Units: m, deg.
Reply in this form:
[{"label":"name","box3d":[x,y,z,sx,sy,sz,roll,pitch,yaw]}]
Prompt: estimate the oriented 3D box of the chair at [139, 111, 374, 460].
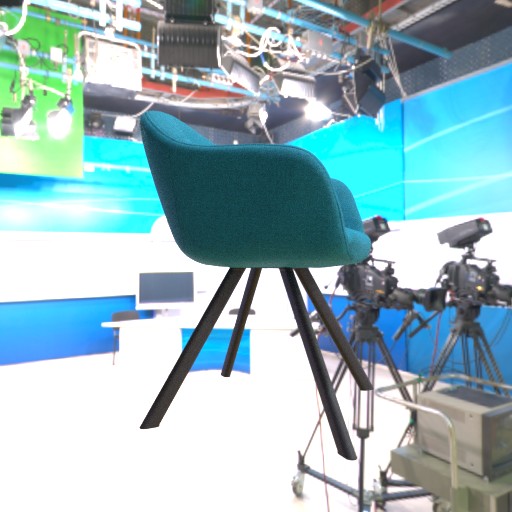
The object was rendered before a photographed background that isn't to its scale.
[{"label":"chair","box3d":[0.000,0.000,1.155,0.565,0.775,0.545,0,0,19]}]
